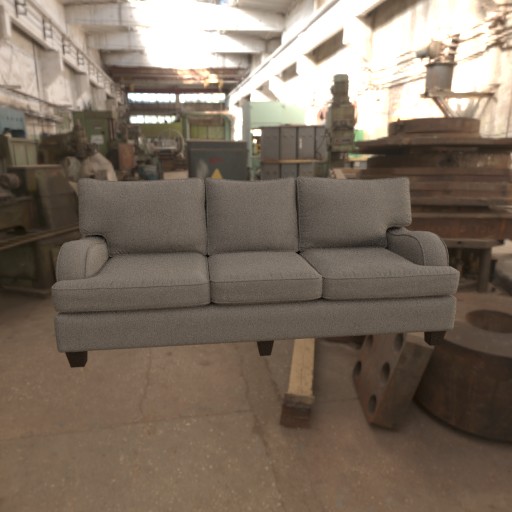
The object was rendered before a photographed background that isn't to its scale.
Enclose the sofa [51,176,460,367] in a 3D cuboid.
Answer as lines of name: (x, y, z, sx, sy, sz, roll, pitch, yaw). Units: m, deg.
sofa: (0.000, 0.000, 2.903, 2.323, 0.991, 1.016, -2, 14, -7)
